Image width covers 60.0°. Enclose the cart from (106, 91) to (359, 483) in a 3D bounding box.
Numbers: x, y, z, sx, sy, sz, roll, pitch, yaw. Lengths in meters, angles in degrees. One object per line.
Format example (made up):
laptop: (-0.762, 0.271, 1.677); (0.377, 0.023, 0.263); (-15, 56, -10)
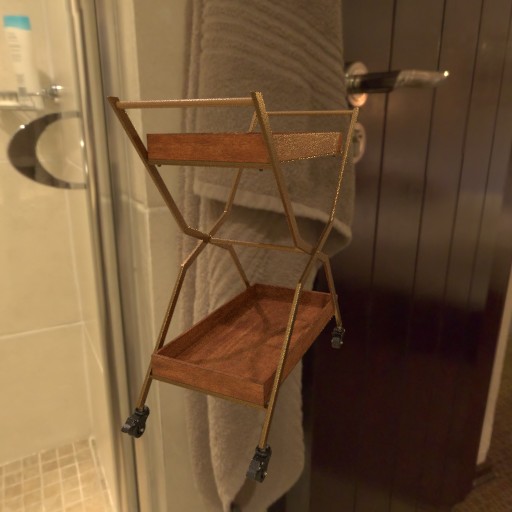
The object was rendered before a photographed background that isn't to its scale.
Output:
cart: (0.000, 0.000, 1.331); (0.405, 0.869, 0.836); (7, 18, 24)
